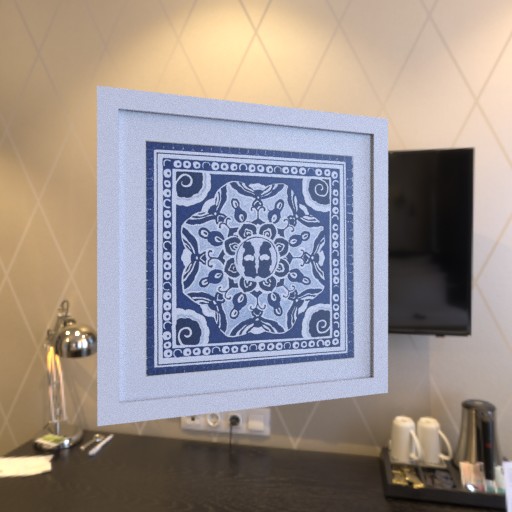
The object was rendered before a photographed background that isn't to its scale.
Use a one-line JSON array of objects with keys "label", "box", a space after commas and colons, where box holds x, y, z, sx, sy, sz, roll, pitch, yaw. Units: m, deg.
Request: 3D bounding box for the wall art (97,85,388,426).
[{"label": "wall art", "box": [0.000, 0.000, 0.829, 0.559, 0.559, 0.028, 0, 0, -19]}]
